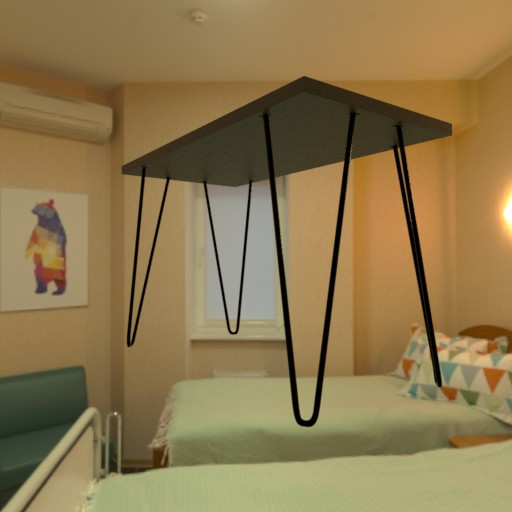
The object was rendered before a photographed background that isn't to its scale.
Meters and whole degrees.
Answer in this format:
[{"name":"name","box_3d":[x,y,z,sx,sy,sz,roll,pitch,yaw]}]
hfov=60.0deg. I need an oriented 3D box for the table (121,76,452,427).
[{"name":"table","box_3d":[0.000,0.000,1.365,0.499,0.660,0.991,0,0,-36]}]
